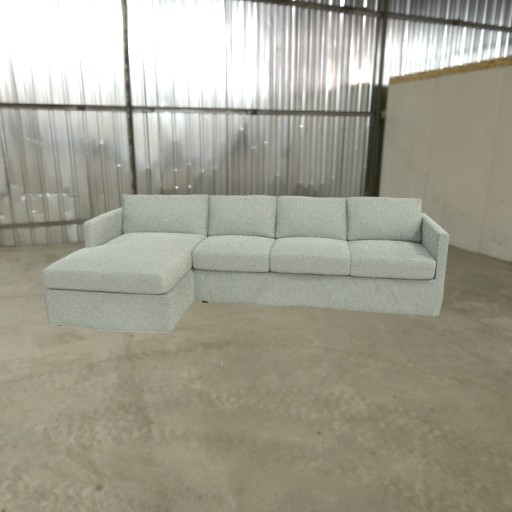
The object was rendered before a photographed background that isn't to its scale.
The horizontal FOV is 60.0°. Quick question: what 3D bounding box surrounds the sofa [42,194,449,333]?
[{"bbox_3d":[0.000,0.000,3.961,3.205,0.922,1.650,2,16,8],"label":"sofa"}]
